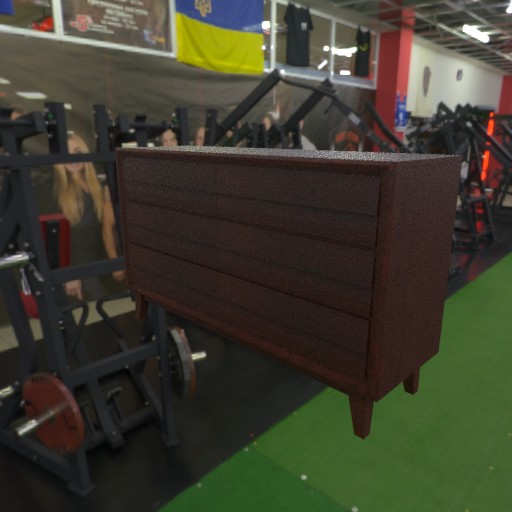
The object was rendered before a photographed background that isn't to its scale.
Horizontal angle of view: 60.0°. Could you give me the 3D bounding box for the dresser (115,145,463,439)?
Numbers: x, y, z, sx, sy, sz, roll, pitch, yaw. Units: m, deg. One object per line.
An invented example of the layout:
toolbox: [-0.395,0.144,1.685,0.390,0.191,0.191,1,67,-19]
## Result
dresser: [0.000,0.000,2.101,1.609,0.971,0.499,15,22,42]
